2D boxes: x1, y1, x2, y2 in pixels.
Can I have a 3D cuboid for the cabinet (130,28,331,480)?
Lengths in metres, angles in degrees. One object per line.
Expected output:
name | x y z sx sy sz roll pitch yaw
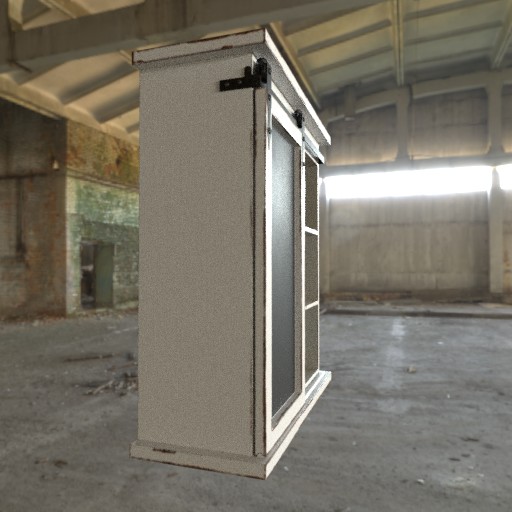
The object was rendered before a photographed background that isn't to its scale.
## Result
cabinet | 0.000 0.000 0.879 0.210 0.603 0.541 0 -1 19
